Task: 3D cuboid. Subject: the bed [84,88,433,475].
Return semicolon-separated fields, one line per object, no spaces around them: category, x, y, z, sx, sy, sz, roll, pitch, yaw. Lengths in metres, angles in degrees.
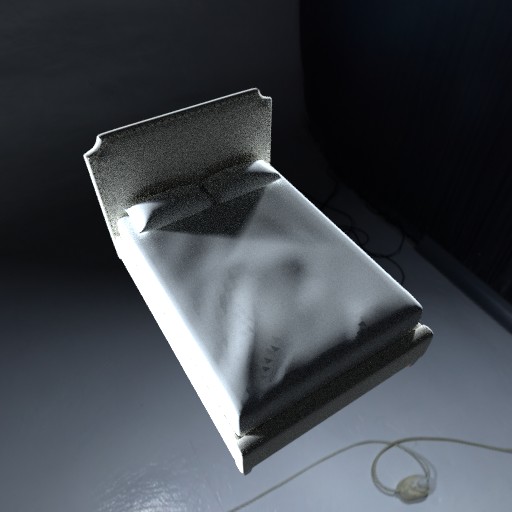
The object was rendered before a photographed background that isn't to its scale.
bed;0.000;0.000;3.492;1.712;1.443;2.365;-25;52;-21
